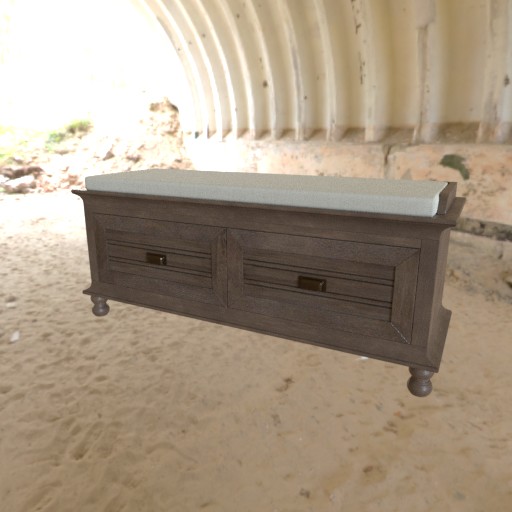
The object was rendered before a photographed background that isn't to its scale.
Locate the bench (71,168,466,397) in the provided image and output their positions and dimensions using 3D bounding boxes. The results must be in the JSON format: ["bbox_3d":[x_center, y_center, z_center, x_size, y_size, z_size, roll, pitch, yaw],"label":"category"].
[{"bbox_3d":[0.000,0.000,1.445,1.185,0.501,0.402,8,17,26],"label":"bench"}]
